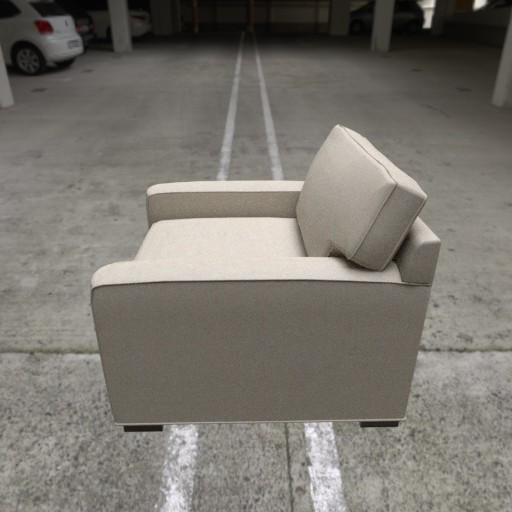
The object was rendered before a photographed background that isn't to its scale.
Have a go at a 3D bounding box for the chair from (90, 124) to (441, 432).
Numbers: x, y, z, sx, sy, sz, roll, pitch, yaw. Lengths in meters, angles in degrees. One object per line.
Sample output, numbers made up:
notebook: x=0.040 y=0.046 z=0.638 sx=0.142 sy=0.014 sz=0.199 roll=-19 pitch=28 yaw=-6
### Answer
chair: x=0.000 y=0.000 z=1.814 sx=1.043 sy=0.913 sz=0.998 roll=-1 pitch=27 yaw=-1
